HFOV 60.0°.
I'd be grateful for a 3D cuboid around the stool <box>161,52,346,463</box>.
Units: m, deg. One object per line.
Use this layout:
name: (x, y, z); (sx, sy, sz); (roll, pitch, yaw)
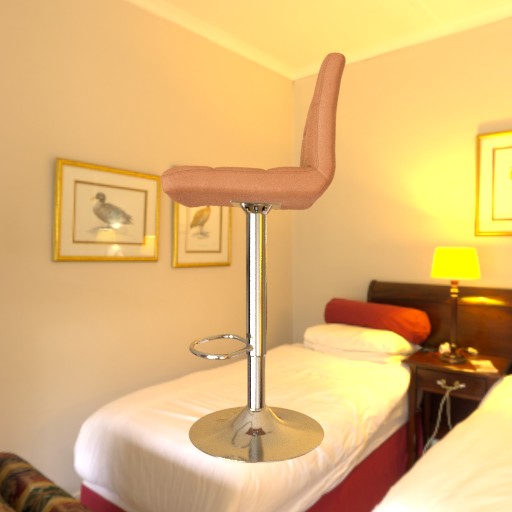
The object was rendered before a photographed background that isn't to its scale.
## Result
stool: (0.000, 0.000, 1.393); (0.505, 1.115, 0.430); (0, 1, 2)
